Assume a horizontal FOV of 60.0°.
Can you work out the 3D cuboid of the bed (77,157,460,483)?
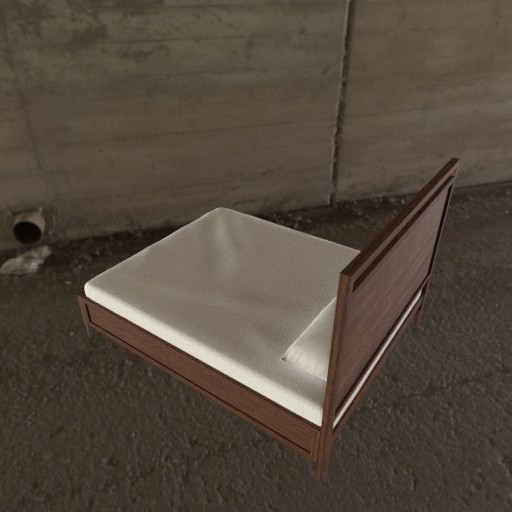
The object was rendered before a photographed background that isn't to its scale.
[{"bbox_3d":[0.000,0.000,3.393,2.218,1.487,1.765,21,37,29],"label":"bed"}]
